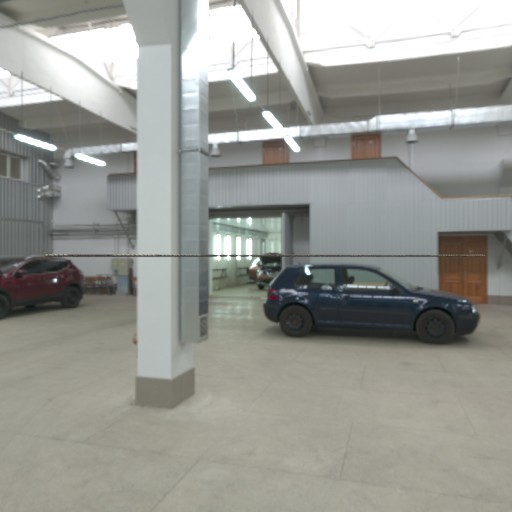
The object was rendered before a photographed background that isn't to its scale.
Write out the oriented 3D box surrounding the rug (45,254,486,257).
[{"bbox_3d":[0.000,0.000,3.020,2.435,0.011,1.517,0,0,-19],"label":"rug"}]
